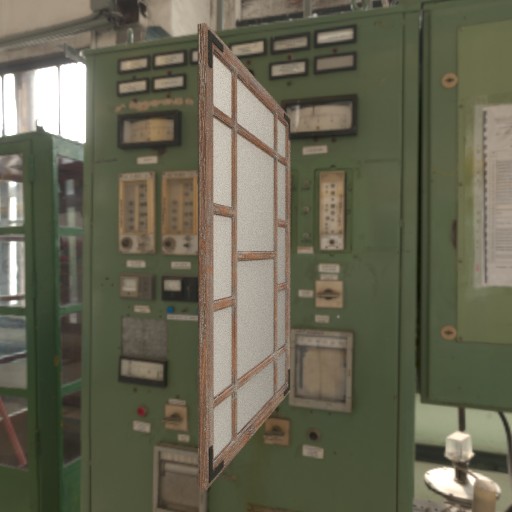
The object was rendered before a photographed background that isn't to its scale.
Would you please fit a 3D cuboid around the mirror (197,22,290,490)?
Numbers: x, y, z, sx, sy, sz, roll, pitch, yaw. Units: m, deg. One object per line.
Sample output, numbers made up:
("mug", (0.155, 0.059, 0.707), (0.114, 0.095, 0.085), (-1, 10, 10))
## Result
("mirror", (0.000, 0.000, 1.278), (0.025, 0.996, 0.705), (0, 1, 19))
